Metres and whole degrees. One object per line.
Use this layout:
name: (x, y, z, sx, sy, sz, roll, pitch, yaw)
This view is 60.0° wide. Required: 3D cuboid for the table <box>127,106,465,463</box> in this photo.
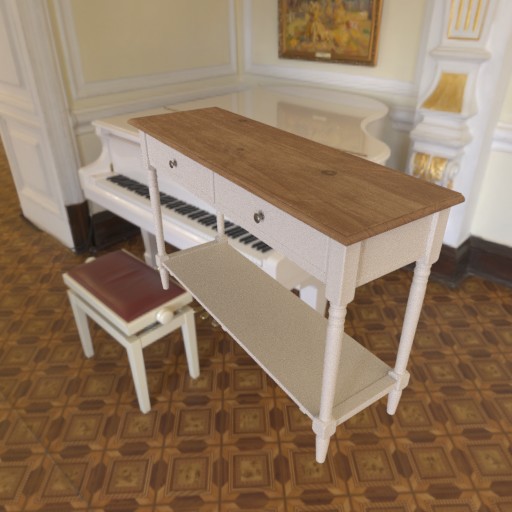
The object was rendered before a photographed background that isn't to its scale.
table: (0.000, 0.000, 1.611, 0.399, 0.800, 1.219, -19, 35, -29)
